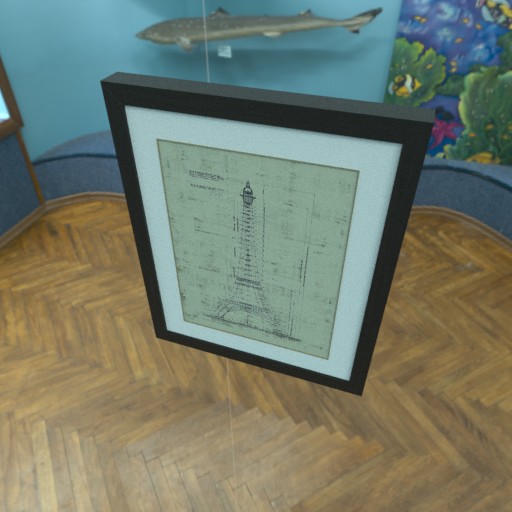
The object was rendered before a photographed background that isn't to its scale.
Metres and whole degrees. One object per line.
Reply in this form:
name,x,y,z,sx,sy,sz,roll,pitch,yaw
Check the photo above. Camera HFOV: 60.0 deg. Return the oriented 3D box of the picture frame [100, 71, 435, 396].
picture frame,0.000,0.000,0.763,0.452,0.555,0.044,12,41,15
